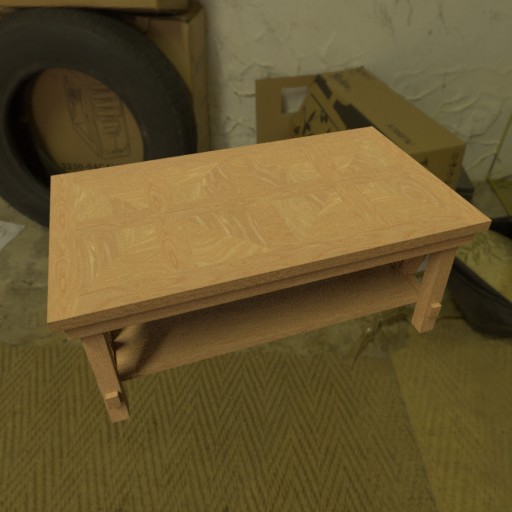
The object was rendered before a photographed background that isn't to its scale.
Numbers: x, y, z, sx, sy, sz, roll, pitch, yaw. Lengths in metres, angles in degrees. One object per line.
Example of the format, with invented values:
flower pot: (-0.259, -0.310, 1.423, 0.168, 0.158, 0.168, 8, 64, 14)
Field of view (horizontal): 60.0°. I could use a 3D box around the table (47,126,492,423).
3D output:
table: (0.000, 0.000, 1.609, 1.270, 0.507, 0.711, -12, 42, -14)
